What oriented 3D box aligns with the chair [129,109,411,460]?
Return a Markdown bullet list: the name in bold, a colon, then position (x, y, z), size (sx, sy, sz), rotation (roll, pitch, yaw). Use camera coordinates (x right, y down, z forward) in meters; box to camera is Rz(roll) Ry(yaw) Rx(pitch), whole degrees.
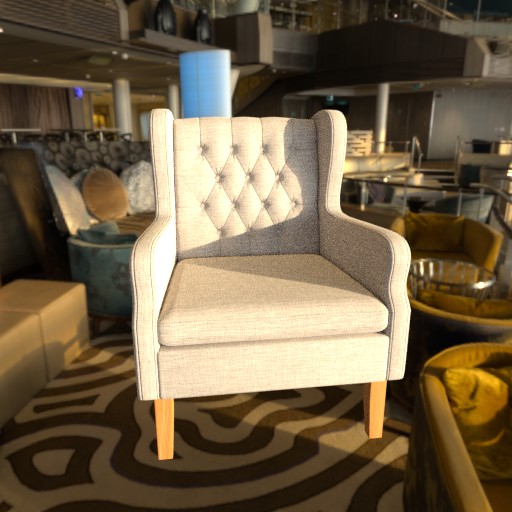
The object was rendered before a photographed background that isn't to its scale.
- **chair**: position (0.000, 0.000, 1.449), size (0.710, 0.930, 0.760), rotation (-2, 16, -8)
